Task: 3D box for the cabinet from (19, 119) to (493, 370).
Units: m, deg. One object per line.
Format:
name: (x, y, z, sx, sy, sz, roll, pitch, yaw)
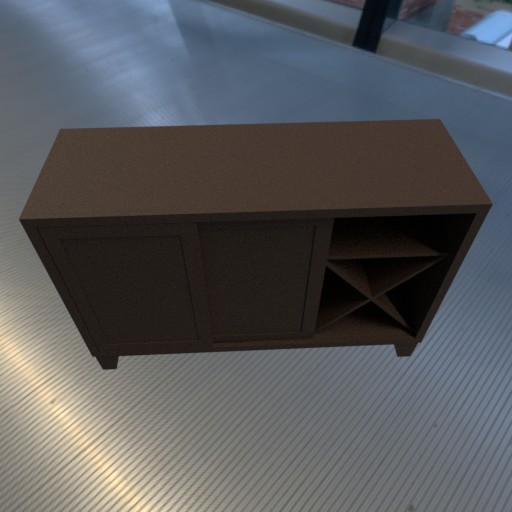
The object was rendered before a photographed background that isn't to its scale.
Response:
cabinet: (0.000, 0.000, 1.803, 1.396, 0.914, 0.482, -2, 48, -2)
